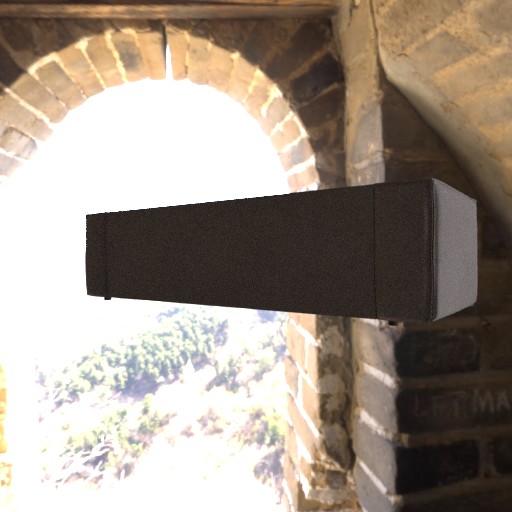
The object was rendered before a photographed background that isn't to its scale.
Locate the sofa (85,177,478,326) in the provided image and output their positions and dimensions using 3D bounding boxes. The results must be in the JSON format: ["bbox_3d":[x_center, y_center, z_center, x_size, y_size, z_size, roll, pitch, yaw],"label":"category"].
[{"bbox_3d":[0.000,0.000,3.102,2.697,0.680,1.038,0,-1,36],"label":"sofa"}]
